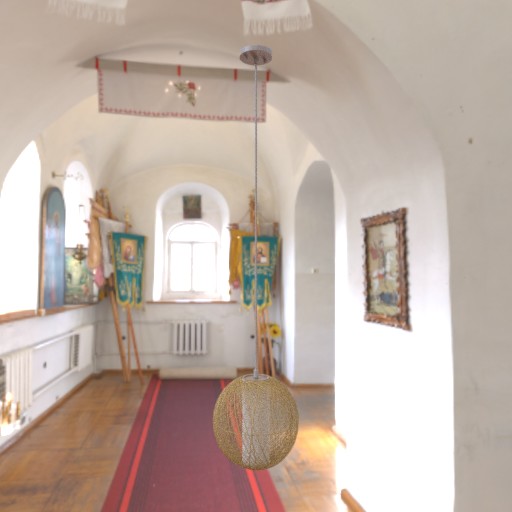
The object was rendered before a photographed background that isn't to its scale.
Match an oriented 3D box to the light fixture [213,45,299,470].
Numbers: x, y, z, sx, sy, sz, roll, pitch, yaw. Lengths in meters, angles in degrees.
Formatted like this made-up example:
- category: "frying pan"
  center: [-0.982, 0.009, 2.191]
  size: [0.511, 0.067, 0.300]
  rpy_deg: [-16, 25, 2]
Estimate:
- category: "light fixture"
  center: [0.000, 0.000, 2.113]
  size: [0.406, 1.955, 0.407]
  rpy_deg: [-1, -2, 36]
